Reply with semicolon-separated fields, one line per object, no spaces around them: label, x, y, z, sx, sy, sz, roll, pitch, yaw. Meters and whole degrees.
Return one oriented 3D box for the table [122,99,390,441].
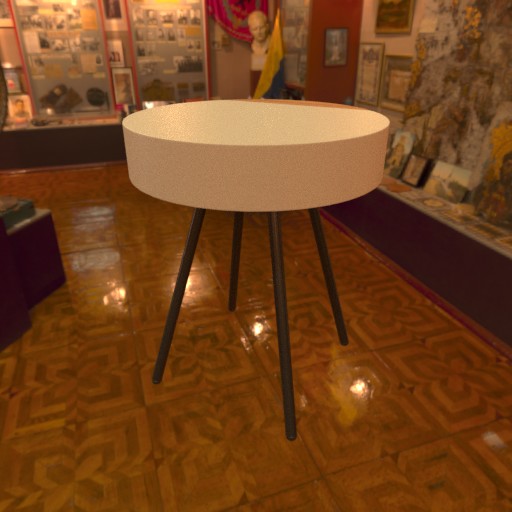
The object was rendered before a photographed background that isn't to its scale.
table;0.000;0.000;0.860;0.450;0.525;0.450;0;27;0
